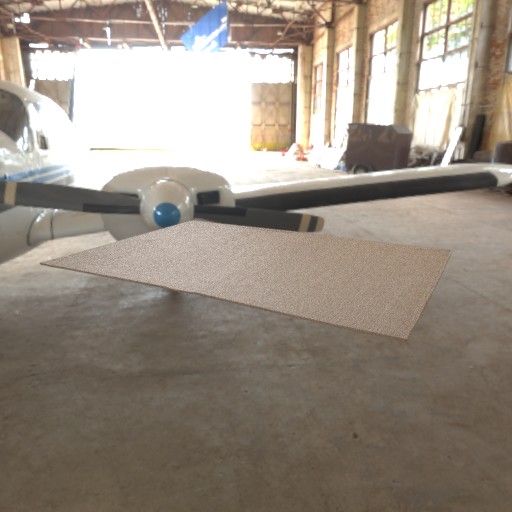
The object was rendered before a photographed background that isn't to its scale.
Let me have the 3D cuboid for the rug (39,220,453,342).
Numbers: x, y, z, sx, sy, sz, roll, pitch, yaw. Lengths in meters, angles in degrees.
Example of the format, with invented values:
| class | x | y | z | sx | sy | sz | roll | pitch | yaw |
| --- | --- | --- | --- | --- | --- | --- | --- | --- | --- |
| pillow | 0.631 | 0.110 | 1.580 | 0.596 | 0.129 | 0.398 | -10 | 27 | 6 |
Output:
| class | x | y | z | sx | sy | sz | roll | pitch | yaw |
| --- | --- | --- | --- | --- | --- | --- | --- | --- | --- |
| rug | 0.000 | 0.000 | 3.732 | 2.869 | 0.038 | 2.032 | 8 | 18 | 28 |
